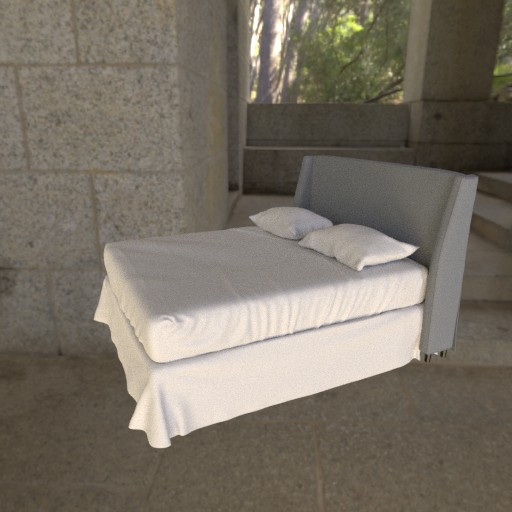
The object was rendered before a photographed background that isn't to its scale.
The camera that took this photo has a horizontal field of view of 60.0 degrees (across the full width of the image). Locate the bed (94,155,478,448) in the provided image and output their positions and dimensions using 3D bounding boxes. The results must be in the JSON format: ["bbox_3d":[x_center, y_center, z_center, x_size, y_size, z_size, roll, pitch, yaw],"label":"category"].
[{"bbox_3d":[0.000,0.000,3.358,2.276,1.332,1.925,-8,19,-25],"label":"bed"}]
